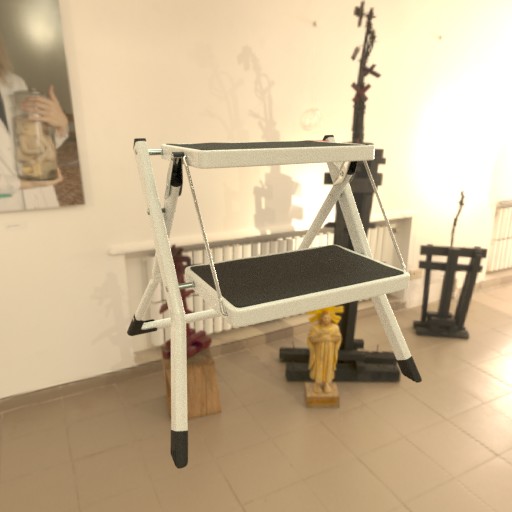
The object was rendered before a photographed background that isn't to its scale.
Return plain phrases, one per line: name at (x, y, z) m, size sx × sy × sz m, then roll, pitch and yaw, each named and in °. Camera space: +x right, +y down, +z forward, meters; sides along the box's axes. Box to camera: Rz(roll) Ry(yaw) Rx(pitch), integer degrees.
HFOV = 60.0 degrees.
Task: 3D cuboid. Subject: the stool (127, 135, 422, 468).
stool at (0.000, 0.000, 0.858) m, size 0.485 × 0.445 × 0.490 m, roll -9°, pitch 19°, yaw -26°
